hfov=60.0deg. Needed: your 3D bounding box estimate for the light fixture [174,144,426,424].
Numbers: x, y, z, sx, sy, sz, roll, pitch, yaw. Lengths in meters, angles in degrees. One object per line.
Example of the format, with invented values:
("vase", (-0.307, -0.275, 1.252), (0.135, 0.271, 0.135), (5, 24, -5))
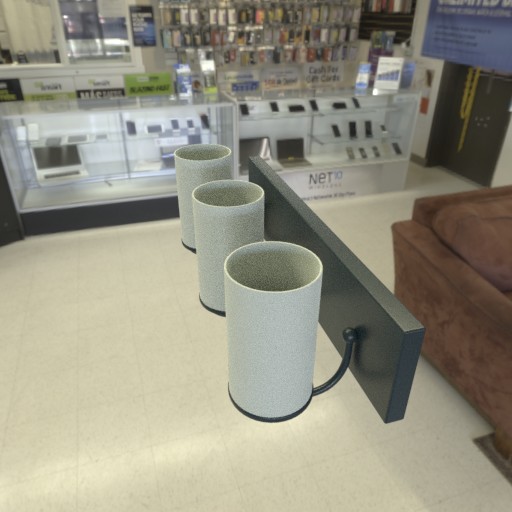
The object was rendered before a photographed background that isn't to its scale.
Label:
("light fixture", (0.000, 0.000, 0.538), (0.145, 0.172, 0.451), (-8, 31, -14))
